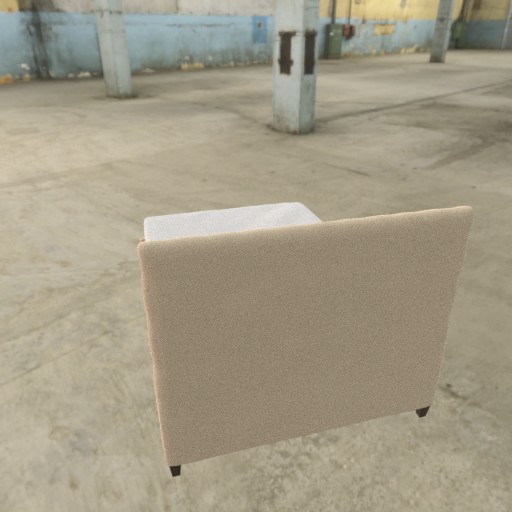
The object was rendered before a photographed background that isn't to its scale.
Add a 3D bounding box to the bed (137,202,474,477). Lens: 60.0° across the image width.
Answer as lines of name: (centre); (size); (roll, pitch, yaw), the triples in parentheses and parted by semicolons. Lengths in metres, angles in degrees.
bed: (0.000, 0.000, 3.366); (1.698, 1.427, 2.387); (-7, 27, -14)
